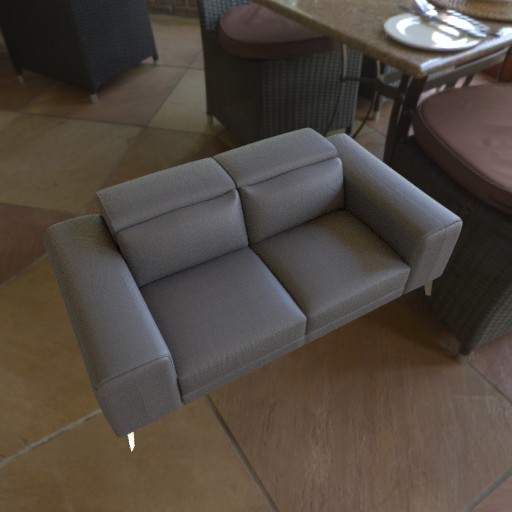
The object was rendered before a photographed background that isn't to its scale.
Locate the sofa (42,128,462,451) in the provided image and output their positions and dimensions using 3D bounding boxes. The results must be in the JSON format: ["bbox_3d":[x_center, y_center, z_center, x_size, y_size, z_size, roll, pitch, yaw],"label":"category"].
[{"bbox_3d":[0.000,0.000,2.387,1.930,0.753,1.024,-22,50,-20],"label":"sofa"}]
